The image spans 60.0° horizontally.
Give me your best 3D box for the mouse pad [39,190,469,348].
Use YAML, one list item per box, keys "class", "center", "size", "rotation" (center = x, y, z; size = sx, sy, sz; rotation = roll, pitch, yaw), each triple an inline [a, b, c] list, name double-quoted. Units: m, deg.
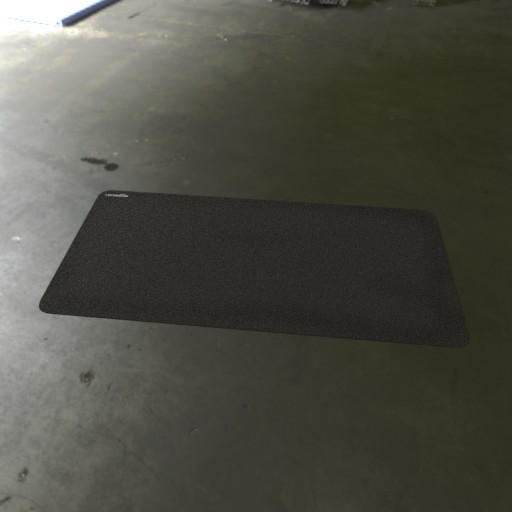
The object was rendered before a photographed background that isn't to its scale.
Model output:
- class: "mouse pad"
  center: [0.000, 0.000, 1.056]
  size: [0.907, 0.003, 0.424]
  rotation: [4, 46, 4]
